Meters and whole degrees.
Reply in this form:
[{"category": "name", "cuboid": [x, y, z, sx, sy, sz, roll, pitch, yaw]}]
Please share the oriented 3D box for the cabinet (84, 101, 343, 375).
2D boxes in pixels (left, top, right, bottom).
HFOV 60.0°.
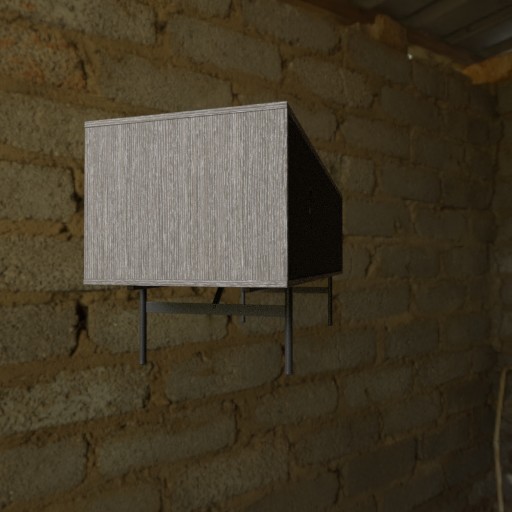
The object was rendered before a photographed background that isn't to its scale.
[{"category": "cabinet", "cuboid": [0.000, 0.000, 1.580, 0.500, 0.599, 1.300, 0, -1, 16]}]
